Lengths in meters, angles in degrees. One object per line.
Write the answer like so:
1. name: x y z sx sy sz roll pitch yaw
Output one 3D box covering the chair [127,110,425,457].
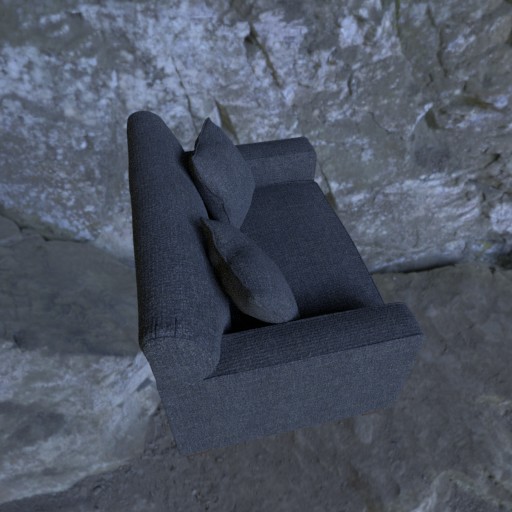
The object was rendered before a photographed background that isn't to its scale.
1. chair: 0.000 0.000 2.074 1.000 0.948 1.383 -10 47 -9
